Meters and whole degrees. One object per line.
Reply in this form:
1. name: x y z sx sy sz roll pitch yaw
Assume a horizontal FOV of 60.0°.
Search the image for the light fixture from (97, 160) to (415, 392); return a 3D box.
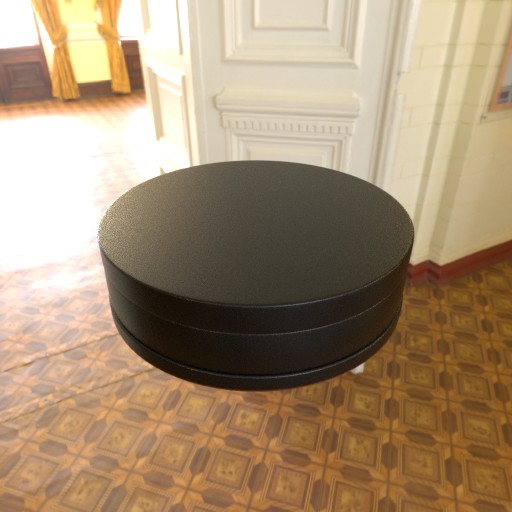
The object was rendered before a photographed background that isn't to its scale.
1. light fixture: 0.000 0.000 0.434 0.283 0.097 0.283 0 32 0
